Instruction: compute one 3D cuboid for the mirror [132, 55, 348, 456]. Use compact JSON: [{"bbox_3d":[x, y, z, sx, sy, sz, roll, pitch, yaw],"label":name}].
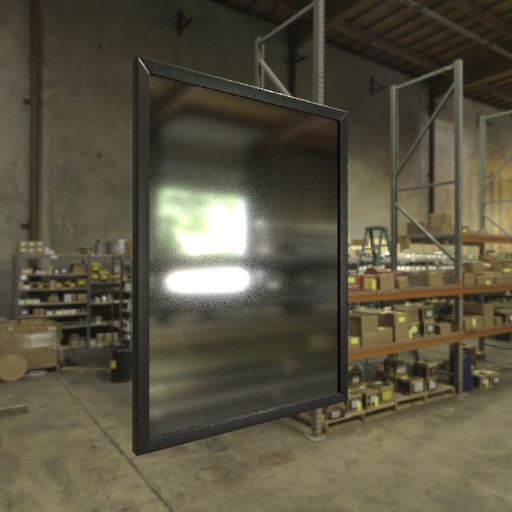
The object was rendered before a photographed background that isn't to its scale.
[{"bbox_3d":[0.000,0.000,1.357,0.762,1.016,0.040,0,0,-35],"label":"mirror"}]
